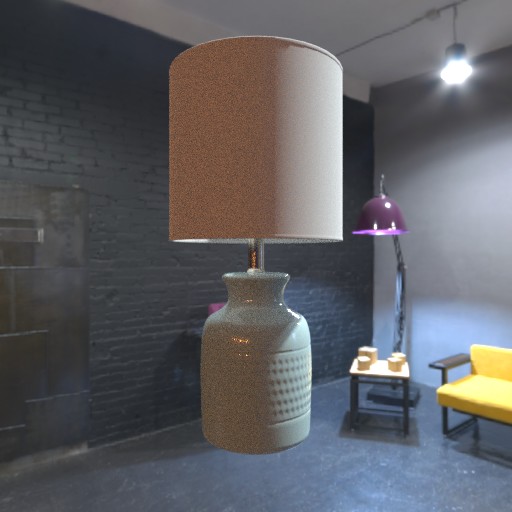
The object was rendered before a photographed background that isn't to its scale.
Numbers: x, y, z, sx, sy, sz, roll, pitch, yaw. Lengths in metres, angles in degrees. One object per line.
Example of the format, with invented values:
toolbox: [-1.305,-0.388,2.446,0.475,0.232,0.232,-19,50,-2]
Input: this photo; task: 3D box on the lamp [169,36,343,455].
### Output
lamp: [0.000,0.000,1.086,0.418,0.871,0.418,0,0,-37]
